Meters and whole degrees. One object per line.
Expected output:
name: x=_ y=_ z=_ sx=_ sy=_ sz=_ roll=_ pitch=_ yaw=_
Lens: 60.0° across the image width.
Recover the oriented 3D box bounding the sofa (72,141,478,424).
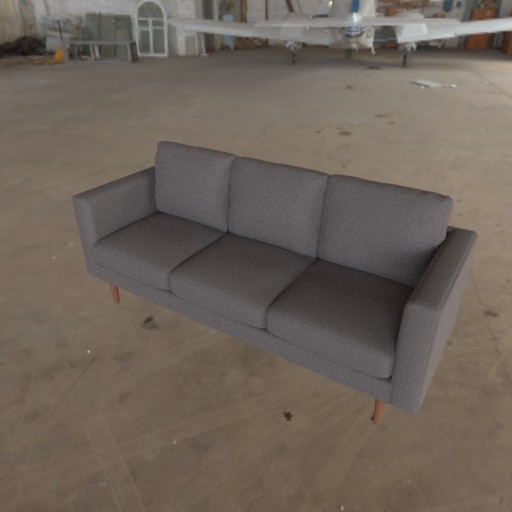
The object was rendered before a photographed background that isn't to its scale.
sofa: x=0.000 y=0.000 z=2.417 sx=2.029 sy=0.912 sz=0.802 roll=18 pitch=34 yaw=28
